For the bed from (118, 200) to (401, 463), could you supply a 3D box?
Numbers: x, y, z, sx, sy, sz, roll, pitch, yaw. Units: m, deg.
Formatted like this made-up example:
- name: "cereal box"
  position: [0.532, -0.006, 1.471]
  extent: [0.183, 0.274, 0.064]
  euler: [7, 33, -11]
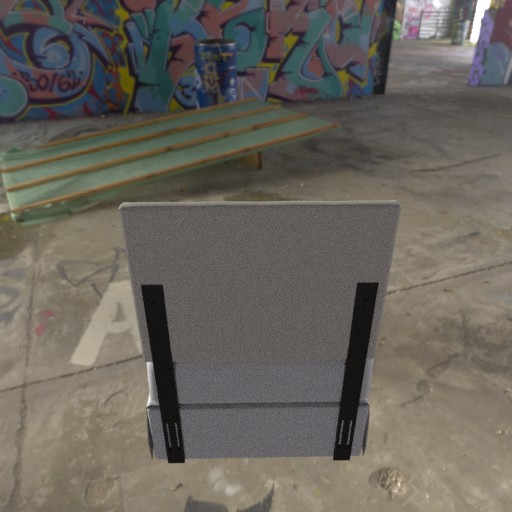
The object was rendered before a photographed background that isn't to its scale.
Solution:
- name: "bed"
  position: [0.000, 0.000, 2.991]
  extent: [1.261, 1.571, 1.997]
  euler: [-1, 30, -1]
